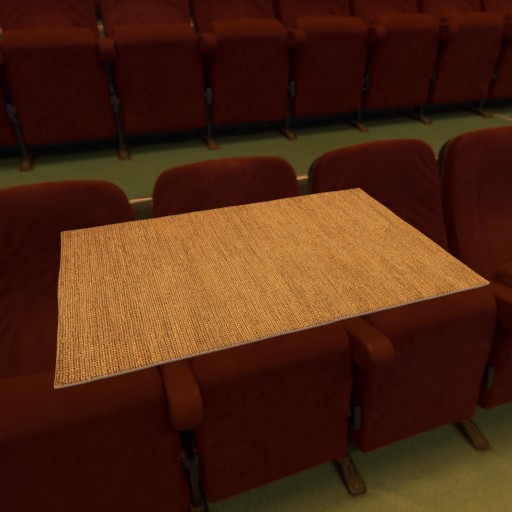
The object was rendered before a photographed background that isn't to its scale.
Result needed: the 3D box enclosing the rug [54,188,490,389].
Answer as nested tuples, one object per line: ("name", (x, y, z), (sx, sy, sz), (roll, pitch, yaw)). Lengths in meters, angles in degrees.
("rug", (0.000, 0.000, 2.916), (2.438, 0.034, 1.521), (-11, 33, -16))
